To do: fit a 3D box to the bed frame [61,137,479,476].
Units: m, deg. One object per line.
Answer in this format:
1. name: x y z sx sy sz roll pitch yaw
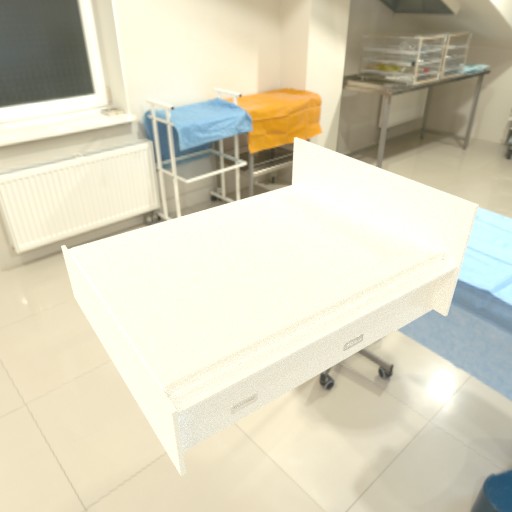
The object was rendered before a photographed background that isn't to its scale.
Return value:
1. bed frame: 0.000 0.000 2.811 1.960 0.800 1.622 -20 37 -30
